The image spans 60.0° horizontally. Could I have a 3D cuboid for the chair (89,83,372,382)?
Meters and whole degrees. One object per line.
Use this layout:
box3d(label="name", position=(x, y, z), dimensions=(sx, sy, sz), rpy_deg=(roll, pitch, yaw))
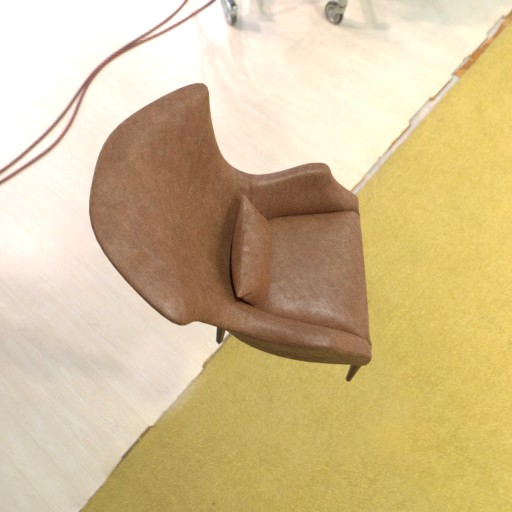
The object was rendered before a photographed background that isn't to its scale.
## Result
box3d(label="chair", position=(0.000, 0.000, 1.767), dimensions=(0.955, 1.067, 0.846), rpy_deg=(1, 65, 1))
